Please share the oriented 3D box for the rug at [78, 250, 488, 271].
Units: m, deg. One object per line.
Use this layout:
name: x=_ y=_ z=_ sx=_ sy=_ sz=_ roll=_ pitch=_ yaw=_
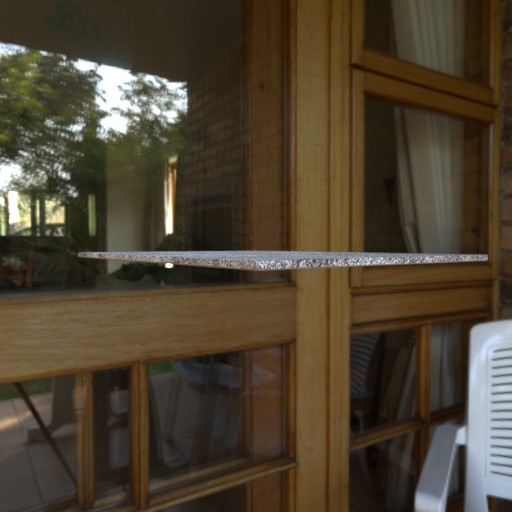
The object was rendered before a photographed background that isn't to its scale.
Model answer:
rug: x=0.000 y=0.000 z=2.106 sx=1.198 sy=0.025 sz=1.601 roll=-1 pitch=2 yaw=-37
